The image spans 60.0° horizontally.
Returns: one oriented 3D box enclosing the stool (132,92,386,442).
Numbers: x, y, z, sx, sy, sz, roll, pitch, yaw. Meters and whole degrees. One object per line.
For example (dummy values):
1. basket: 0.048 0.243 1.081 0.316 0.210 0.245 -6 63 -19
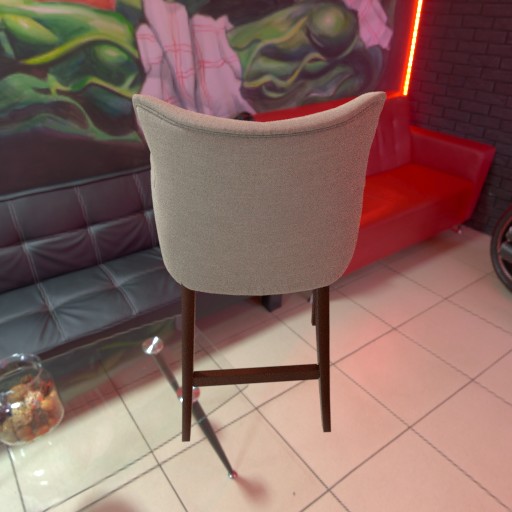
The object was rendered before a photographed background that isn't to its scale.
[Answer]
1. stool: 0.000 0.000 1.343 0.615 0.987 0.637 -2 31 -3
